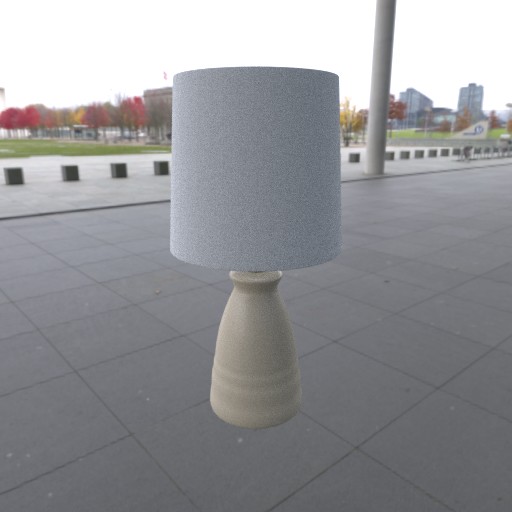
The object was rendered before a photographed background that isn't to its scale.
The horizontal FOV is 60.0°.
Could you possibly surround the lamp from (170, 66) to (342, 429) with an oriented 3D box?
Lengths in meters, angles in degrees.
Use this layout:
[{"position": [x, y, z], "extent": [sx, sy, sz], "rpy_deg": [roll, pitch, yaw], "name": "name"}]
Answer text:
[{"position": [0.000, 0.000, 0.493], "extent": [0.186, 0.369, 0.186], "rpy_deg": [0, 16, 0], "name": "lamp"}]
